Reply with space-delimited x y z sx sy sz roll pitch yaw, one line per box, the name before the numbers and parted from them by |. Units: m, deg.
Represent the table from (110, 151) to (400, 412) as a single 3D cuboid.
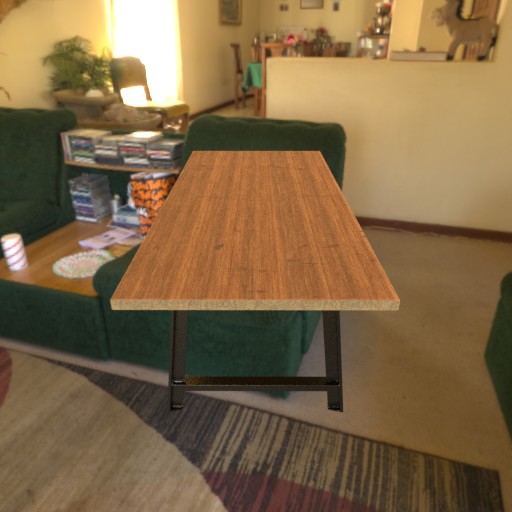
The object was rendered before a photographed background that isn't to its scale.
table | 0.000 0.000 2.677 1.000 0.757 2.200 0 26 0
